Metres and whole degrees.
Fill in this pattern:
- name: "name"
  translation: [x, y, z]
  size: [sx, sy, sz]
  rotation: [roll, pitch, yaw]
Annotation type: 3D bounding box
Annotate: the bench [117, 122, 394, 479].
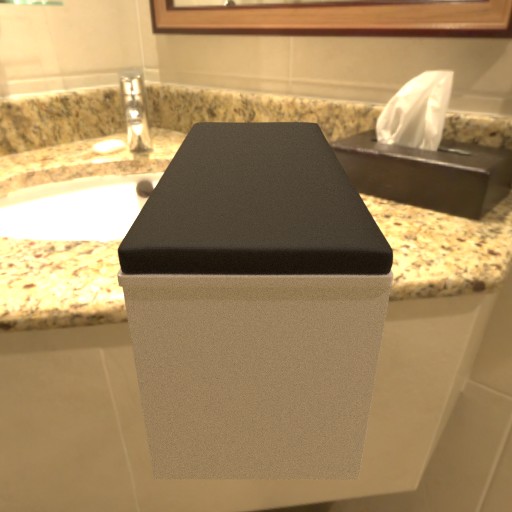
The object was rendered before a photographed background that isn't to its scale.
- name: "bench"
  translation: [0.000, 0.000, 1.129]
  size: [0.401, 0.500, 0.899]
  rotation: [0, 28, 0]
